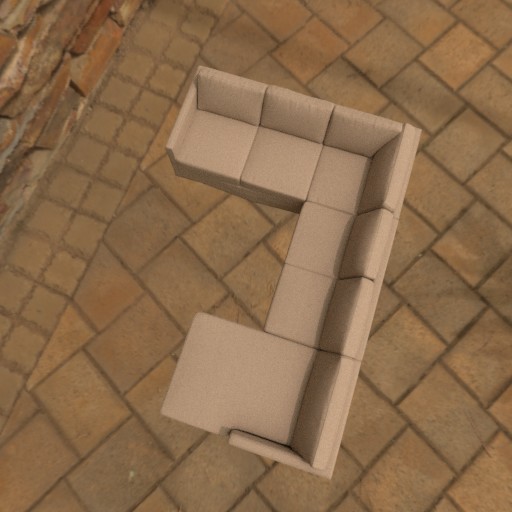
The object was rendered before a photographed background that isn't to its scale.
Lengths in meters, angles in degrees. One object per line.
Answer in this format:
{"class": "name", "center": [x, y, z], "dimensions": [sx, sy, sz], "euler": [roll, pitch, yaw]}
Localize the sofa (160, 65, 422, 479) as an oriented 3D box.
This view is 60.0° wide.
{"class": "sofa", "center": [0.000, 0.000, 4.420], "dimensions": [2.427, 0.882, 3.460], "euler": [18, 77, 4]}
